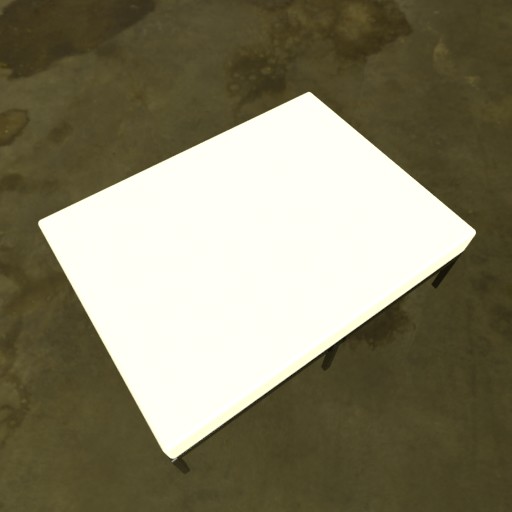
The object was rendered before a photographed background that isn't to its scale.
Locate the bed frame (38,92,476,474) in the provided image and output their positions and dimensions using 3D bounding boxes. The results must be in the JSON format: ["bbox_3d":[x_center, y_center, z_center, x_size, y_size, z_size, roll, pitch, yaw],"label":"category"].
[{"bbox_3d":[0.000,0.000,2.832,2.072,0.659,1.557,-31,63,-18],"label":"bed frame"}]
